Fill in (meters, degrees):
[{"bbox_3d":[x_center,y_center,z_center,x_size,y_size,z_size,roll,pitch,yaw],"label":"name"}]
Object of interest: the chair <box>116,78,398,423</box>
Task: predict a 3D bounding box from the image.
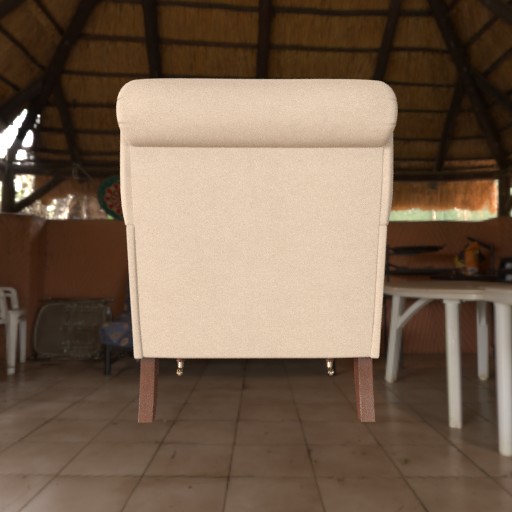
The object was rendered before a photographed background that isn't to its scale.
[{"bbox_3d":[0.000,0.000,1.530,0.766,0.942,0.842,0,-3,-1],"label":"chair"}]
